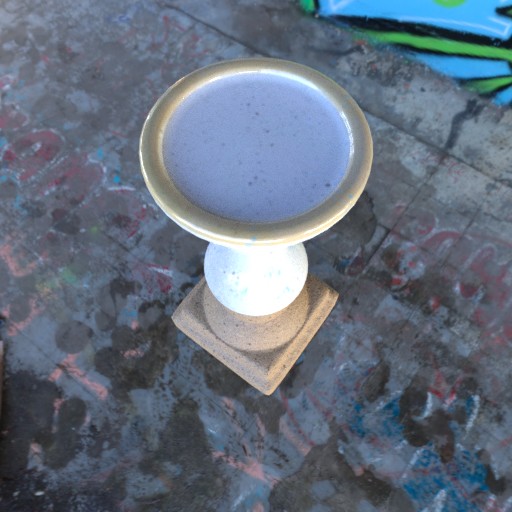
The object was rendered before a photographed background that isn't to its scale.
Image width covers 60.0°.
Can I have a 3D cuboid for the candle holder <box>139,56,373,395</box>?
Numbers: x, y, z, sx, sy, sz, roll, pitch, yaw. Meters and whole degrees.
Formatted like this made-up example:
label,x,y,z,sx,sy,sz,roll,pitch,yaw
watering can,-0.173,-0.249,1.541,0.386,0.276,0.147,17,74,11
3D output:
label,x,y,z,sx,sy,sz,roll,pitch,yaw
candle holder,0.000,0.000,0.299,0.110,0.239,0.110,34,69,15
